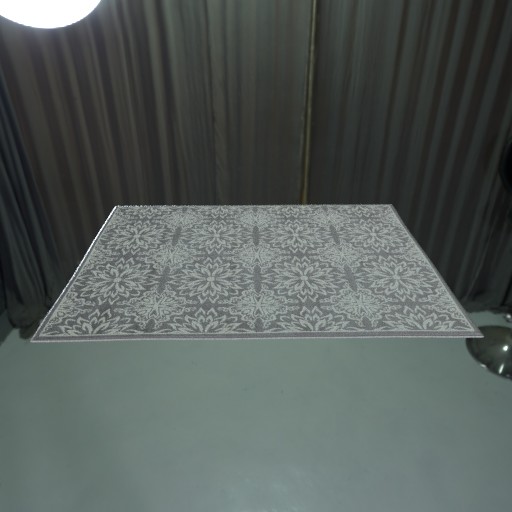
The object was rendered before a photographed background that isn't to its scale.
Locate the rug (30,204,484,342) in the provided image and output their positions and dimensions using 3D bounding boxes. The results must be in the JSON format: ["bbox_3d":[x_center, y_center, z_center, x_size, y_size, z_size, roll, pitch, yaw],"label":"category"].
[{"bbox_3d":[0.000,0.000,2.854,2.213,0.014,1.608,0,30,-1],"label":"rug"}]
